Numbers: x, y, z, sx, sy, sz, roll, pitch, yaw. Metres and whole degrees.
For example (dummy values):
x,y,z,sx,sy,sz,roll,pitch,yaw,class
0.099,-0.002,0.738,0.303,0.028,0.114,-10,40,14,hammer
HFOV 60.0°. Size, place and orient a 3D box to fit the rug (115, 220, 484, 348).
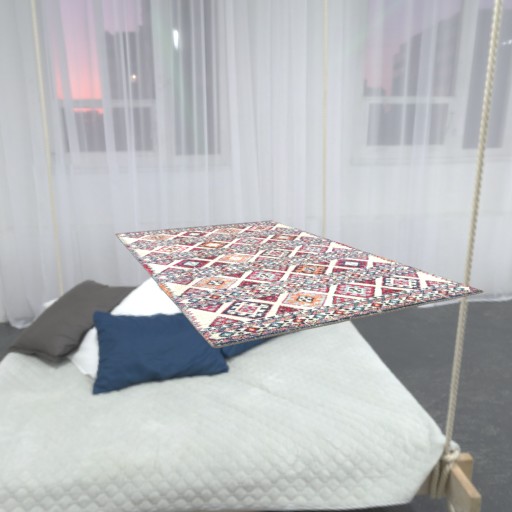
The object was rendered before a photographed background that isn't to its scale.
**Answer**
x,y,z,sx,sy,sz,roll,pitch,yaw,class
0.000,0.000,3.099,1.545,0.010,2.440,-7,16,-25,rug
